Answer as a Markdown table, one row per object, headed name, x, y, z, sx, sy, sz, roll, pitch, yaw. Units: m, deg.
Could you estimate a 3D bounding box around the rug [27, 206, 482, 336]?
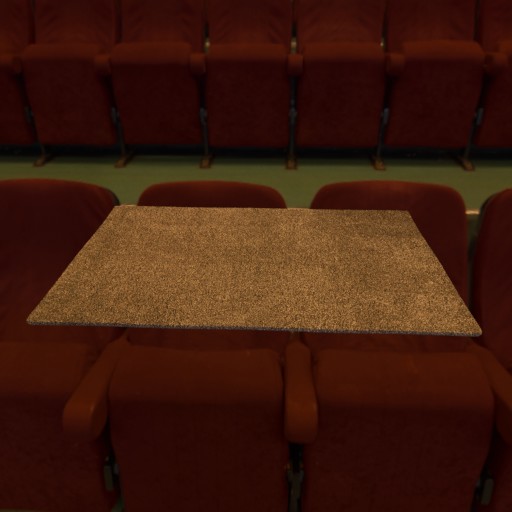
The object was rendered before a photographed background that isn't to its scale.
| name | x | y | z | sx | sy | sz | roll | pitch | yaw |
| --- | --- | --- | --- | --- | --- | --- | --- | --- | --- |
| rug | 0.000 | 0.000 | 2.916 | 2.352 | 0.025 | 1.501 | 1 | 30 | 2 |
